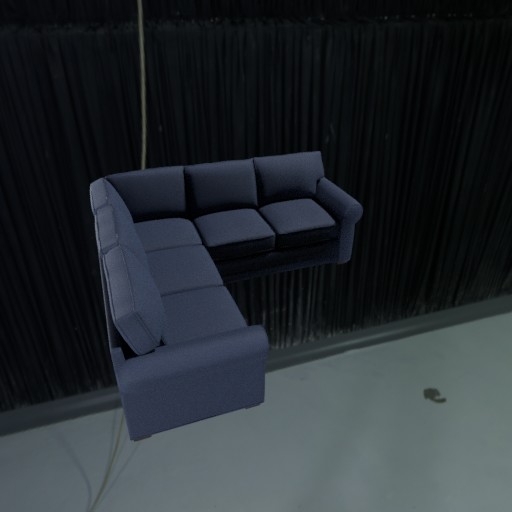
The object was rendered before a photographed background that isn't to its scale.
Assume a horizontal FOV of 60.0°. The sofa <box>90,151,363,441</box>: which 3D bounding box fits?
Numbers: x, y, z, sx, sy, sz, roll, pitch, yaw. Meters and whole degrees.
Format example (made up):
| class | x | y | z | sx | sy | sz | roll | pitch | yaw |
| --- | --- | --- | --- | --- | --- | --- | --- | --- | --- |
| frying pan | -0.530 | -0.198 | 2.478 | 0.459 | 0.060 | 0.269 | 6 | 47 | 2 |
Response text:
| class | x | y | z | sx | sy | sz | roll | pitch | yaw |
| --- | --- | --- | --- | --- | --- | --- | --- | --- | --- |
| sofa | 0.000 | 0.000 | 3.897 | 2.562 | 1.042 | 2.487 | -11 | 32 | -17 |
